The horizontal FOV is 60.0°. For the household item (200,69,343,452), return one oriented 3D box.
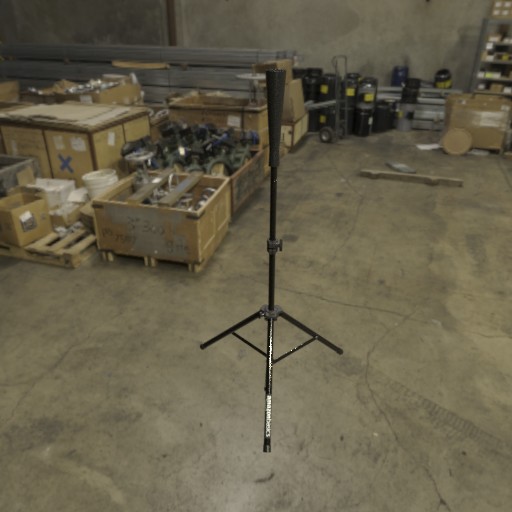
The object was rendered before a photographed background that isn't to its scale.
[{"bbox_3d":[0.000,0.000,1.379,0.559,1.067,0.559,9,29,16],"label":"household item"}]
